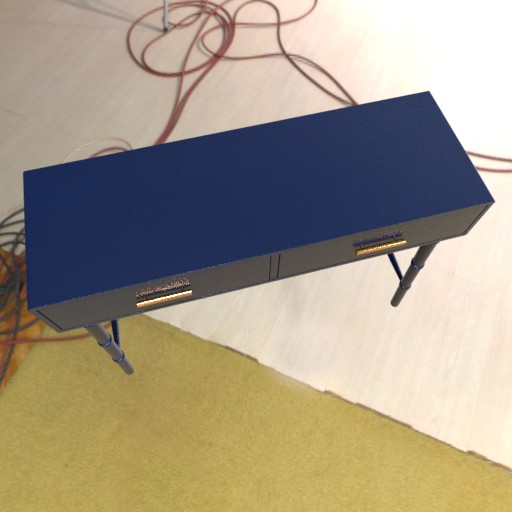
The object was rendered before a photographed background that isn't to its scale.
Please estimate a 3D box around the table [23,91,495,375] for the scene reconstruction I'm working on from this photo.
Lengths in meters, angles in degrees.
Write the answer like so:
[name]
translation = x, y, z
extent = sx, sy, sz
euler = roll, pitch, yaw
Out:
[table]
translation = 0.000, 0.000, 1.429
extent = 1.118, 0.749, 0.399
euler = -13, 64, -6
